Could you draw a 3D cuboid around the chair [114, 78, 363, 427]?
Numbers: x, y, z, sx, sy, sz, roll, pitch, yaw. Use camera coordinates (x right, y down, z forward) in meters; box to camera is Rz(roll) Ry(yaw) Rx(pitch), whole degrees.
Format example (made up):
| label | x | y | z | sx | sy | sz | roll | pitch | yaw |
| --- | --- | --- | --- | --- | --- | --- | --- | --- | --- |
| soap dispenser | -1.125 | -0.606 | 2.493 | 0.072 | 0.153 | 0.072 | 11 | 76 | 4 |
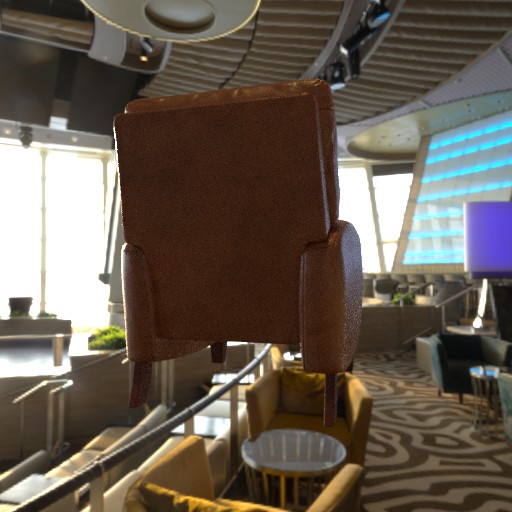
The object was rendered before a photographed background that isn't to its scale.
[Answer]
| label | x | y | z | sx | sy | sz | roll | pitch | yaw |
| --- | --- | --- | --- | --- | --- | --- | --- | --- | --- |
| chair | 0.000 | 0.000 | 1.679 | 0.762 | 0.990 | 0.990 | -1 | -2 | 16 |
